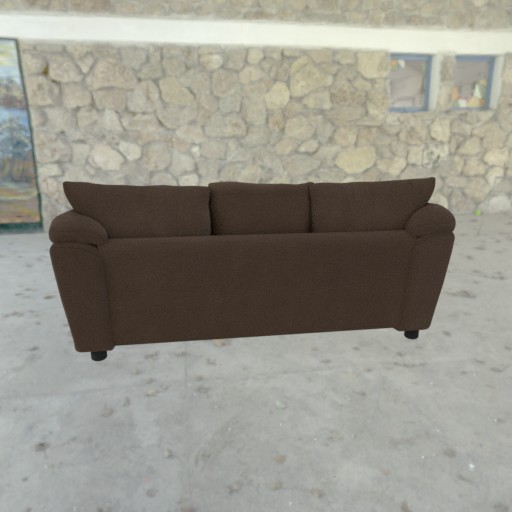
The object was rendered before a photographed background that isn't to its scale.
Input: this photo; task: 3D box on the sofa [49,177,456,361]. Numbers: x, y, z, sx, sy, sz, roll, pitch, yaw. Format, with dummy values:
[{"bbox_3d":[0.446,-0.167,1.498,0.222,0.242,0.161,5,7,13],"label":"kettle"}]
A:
[{"bbox_3d":[0.000,0.000,2.855,2.336,1.015,0.878,-2,14,-8],"label":"sofa"}]
